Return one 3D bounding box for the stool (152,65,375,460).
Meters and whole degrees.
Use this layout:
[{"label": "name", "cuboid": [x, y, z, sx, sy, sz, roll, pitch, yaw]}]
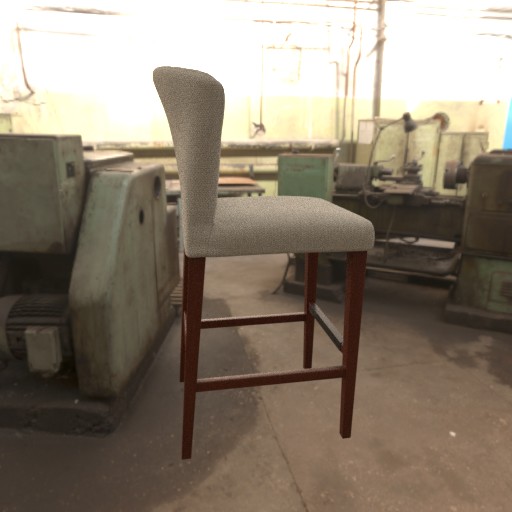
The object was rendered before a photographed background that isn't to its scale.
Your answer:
[{"label": "stool", "cuboid": [0.000, 0.000, 1.379, 0.568, 1.069, 0.481, -3, 16, -10]}]
